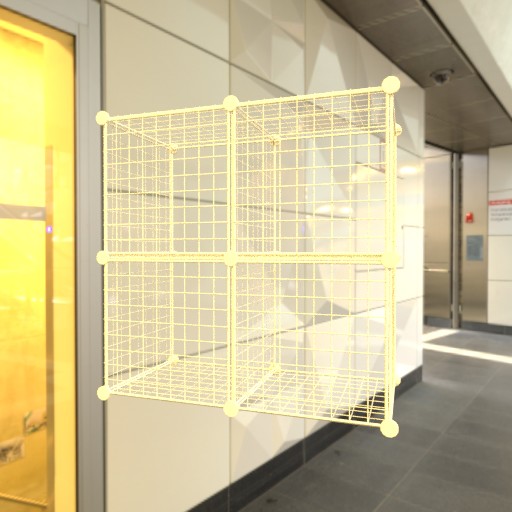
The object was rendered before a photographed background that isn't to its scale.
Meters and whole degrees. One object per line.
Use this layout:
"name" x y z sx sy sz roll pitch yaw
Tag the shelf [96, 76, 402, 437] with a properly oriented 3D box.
"shelf" 0.000 0.000 1.150 0.711 0.711 0.356 0 1 19
